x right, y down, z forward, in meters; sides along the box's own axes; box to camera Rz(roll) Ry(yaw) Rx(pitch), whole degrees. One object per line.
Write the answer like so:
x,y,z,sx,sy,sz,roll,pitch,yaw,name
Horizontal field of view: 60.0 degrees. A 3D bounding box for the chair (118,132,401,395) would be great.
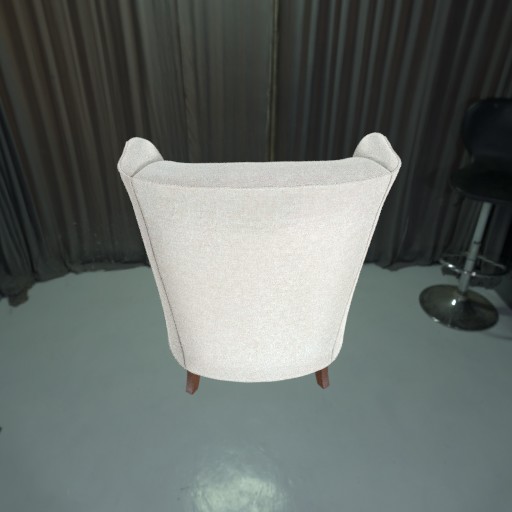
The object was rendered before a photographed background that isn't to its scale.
0.000,0.000,1.764,0.838,1.040,0.966,-2,31,-3,chair
